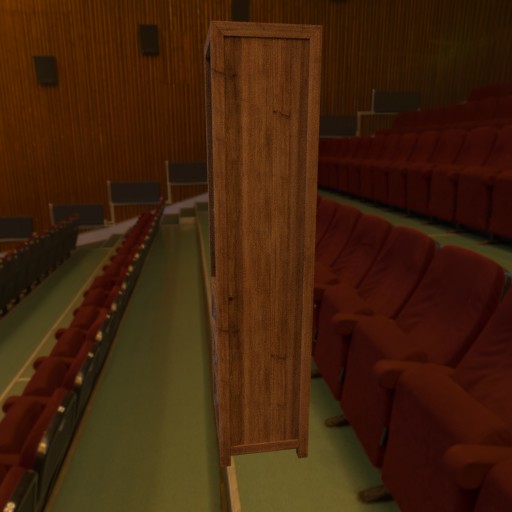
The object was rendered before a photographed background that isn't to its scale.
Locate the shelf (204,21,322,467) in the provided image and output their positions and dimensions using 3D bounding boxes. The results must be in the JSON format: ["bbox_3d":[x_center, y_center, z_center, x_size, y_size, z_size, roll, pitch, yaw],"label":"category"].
[{"bbox_3d":[0.000,0.000,2.110,0.428,1.900,0.500,-2,15,-9],"label":"shelf"}]
